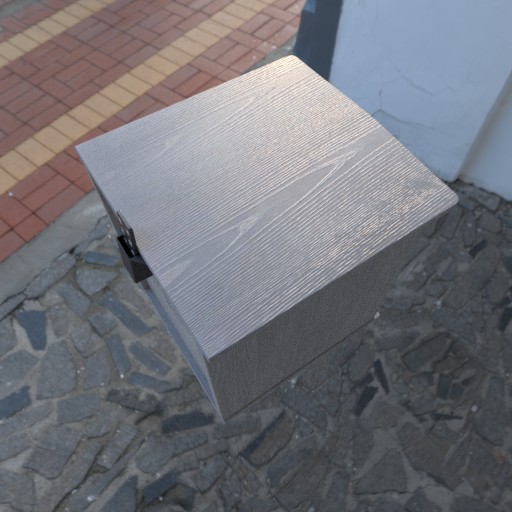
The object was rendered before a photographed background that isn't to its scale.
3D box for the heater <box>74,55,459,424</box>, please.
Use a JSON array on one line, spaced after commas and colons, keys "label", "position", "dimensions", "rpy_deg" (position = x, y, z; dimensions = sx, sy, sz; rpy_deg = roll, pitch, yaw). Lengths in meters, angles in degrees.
[{"label": "heater", "position": [0.000, 0.000, 0.756], "dimensions": [0.400, 0.481, 0.362], "rpy_deg": [-30, 63, -17]}]
